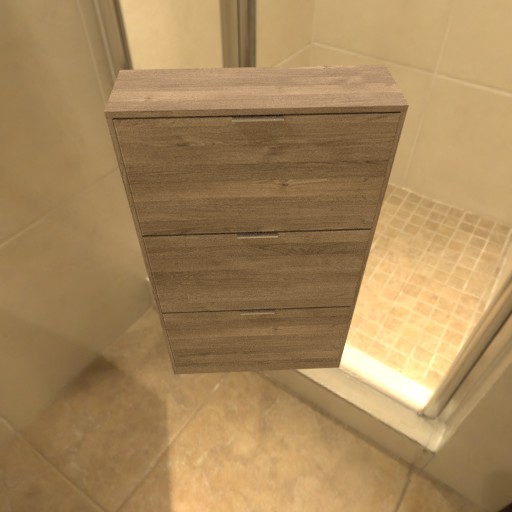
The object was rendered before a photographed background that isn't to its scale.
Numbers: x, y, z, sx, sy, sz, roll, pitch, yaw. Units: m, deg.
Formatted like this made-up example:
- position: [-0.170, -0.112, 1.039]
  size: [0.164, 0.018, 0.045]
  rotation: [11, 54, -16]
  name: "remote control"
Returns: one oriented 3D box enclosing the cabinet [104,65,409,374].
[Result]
- position: [0.000, 0.000, 1.627]
  size: [0.750, 1.280, 0.250]
  rotation: [-2, 46, -2]
  name: "cabinet"
